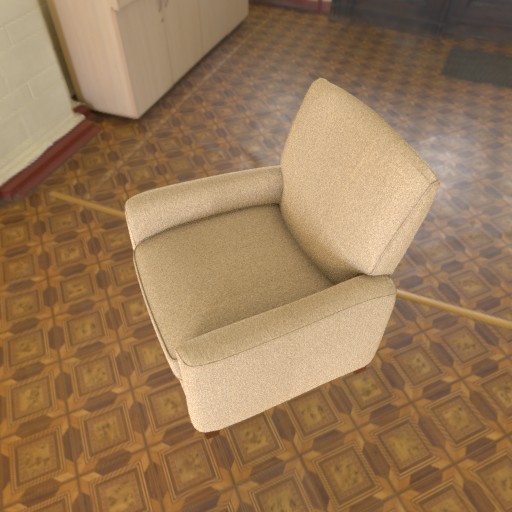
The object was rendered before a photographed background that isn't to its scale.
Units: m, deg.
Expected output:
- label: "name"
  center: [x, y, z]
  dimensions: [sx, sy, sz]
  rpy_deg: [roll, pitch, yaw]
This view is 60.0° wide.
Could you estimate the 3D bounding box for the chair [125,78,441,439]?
- label: "chair"
  center: [0.000, 0.000, 1.661]
  dimensions: [0.864, 1.014, 0.848]
  rpy_deg: [-18, 50, -16]
